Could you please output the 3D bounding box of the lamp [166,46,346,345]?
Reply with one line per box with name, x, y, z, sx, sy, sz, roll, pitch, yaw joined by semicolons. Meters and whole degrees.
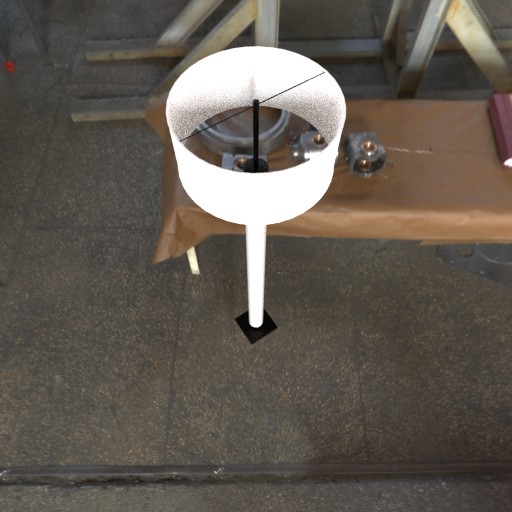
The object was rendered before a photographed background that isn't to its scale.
lamp;0.000;0.000;1.669;0.420;1.475;0.420;-30;65;-16
